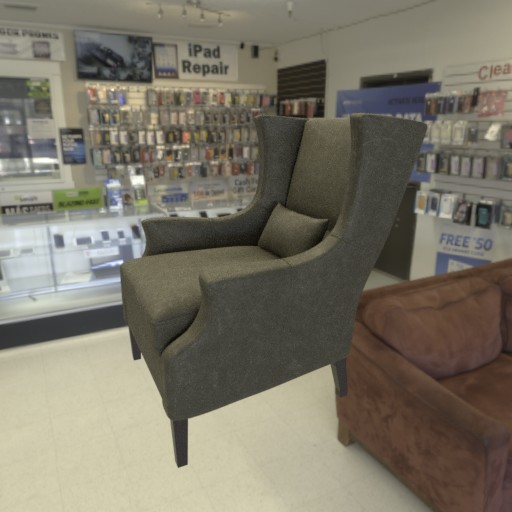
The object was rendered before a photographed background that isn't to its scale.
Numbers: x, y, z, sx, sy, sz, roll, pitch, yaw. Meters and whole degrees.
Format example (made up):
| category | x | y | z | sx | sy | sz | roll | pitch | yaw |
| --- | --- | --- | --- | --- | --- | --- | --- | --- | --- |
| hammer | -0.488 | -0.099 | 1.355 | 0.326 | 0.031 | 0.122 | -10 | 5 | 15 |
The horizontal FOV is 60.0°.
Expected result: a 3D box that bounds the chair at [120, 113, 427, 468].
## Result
| category | x | y | z | sx | sy | sz | roll | pitch | yaw |
| --- | --- | --- | --- | --- | --- | --- | --- | --- | --- |
| chair | 0.000 | 0.000 | 1.665 | 0.926 | 1.016 | 0.853 | -8 | 19 | -24 |
